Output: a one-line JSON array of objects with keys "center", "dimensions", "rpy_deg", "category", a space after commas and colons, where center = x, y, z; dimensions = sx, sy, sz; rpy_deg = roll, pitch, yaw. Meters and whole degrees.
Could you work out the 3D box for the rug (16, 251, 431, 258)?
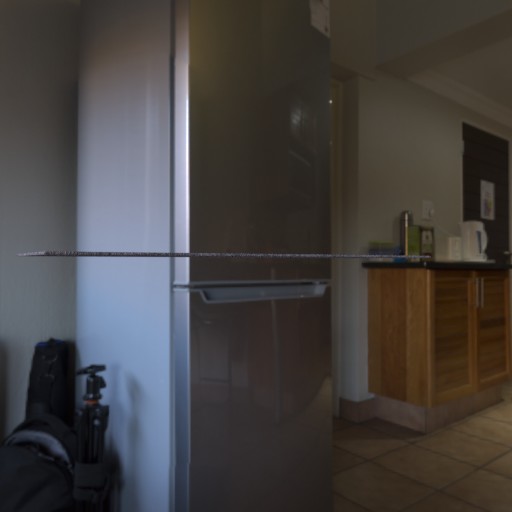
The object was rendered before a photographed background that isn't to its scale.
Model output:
[{"center": [0.000, 0.000, 2.483], "dimensions": [2.296, 0.011, 0.691], "rpy_deg": [0, -1, -35], "category": "rug"}]
